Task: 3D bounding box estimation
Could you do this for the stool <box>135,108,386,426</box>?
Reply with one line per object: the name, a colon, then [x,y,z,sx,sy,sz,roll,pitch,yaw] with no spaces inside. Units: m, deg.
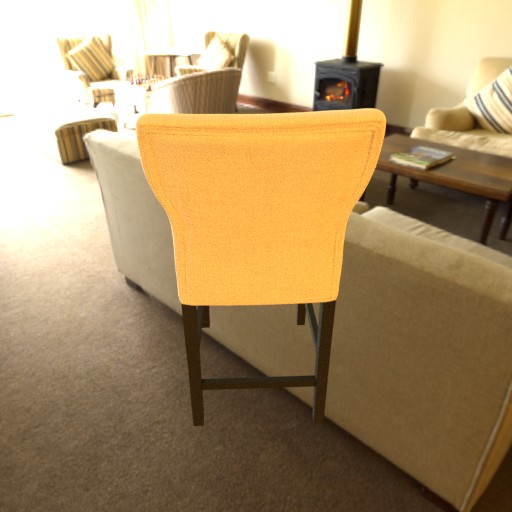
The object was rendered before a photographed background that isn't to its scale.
stool: [0.000,0.000,1.340,0.514,0.972,0.603,-1,31,-2]
